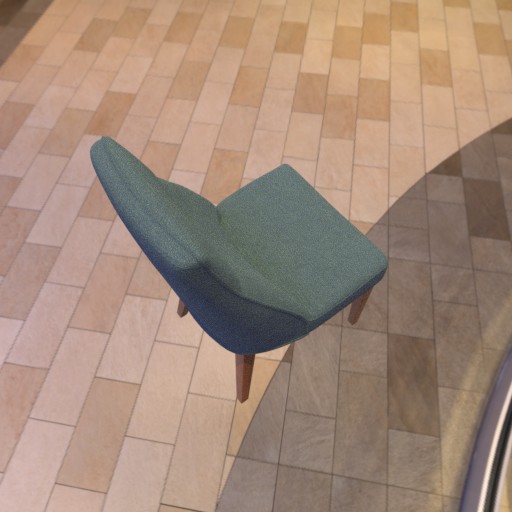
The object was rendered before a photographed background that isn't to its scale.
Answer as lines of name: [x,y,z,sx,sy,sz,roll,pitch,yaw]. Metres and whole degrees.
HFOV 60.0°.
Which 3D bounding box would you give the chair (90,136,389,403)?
chair: [0.000,0.000,1.281,0.620,0.930,0.500,-32,63,-19]
